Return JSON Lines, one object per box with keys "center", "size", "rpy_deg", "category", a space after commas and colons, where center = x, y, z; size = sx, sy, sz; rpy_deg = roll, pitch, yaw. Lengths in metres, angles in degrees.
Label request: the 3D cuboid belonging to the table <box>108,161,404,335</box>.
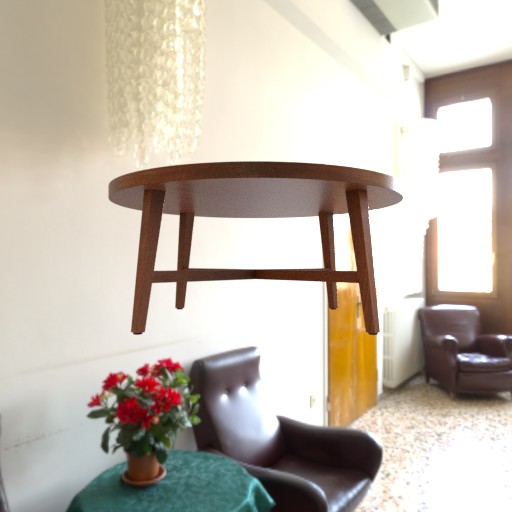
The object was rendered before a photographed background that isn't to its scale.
{"center": [0.000, 0.000, 1.264], "size": [0.800, 0.360, 0.800], "rpy_deg": [0, -1, 0], "category": "table"}
